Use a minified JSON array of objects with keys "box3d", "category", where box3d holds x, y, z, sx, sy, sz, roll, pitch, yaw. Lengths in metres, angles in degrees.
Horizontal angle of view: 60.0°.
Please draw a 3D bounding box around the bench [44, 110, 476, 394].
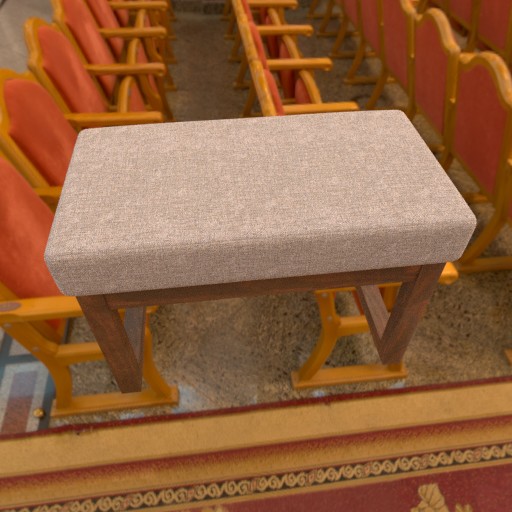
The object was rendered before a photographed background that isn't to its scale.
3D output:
[{"box3d":[0.000,0.000,0.959,0.681,0.467,0.366,-5,47,-5],"category":"bench"}]
